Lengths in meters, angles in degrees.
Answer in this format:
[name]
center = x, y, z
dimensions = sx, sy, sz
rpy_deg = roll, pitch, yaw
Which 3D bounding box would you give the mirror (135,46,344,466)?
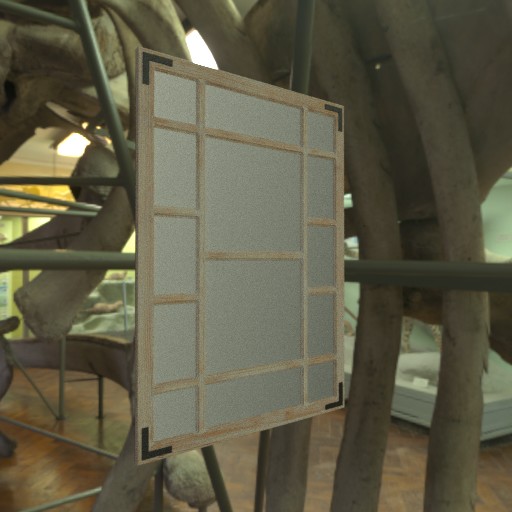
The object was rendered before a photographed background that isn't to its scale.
[mirror]
center = 0.000, 0.000, 1.265
dimensions = 0.705, 0.996, 0.025
rpy_deg = 0, -1, -36
